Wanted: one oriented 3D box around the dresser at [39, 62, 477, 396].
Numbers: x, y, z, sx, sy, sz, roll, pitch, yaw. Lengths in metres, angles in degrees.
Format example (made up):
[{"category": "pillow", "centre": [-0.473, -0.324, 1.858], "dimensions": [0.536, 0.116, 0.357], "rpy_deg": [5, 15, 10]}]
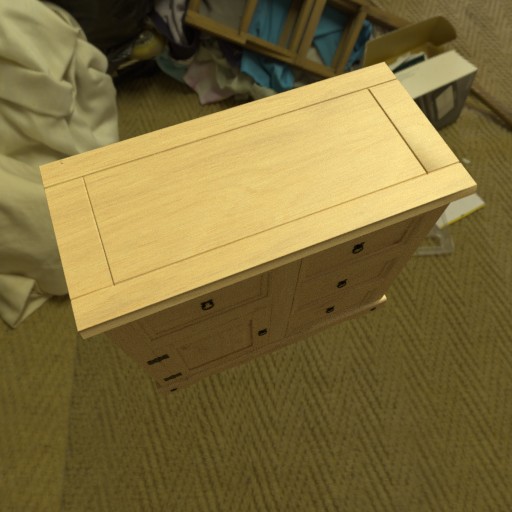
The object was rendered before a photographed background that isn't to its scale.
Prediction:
[{"category": "dresser", "centre": [0.000, 0.000, 1.393], "dimensions": [0.915, 0.835, 0.440], "rpy_deg": [-20, 66, -10]}]
